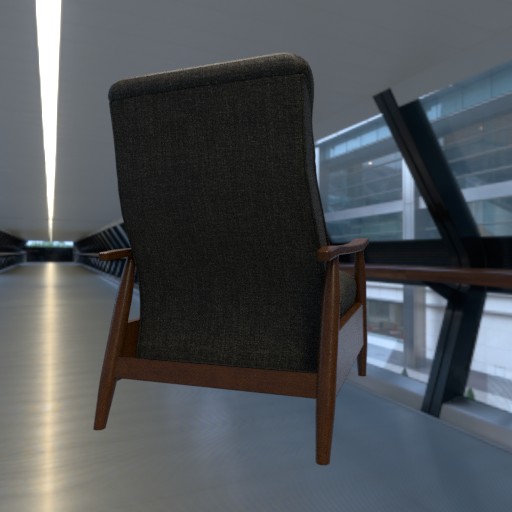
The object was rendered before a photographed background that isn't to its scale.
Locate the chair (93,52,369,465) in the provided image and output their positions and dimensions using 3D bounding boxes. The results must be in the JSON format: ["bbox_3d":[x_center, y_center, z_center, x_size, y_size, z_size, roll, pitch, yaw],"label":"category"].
[{"bbox_3d":[0.000,0.000,1.715,0.762,1.082,1.014,0,-1,20],"label":"chair"}]
